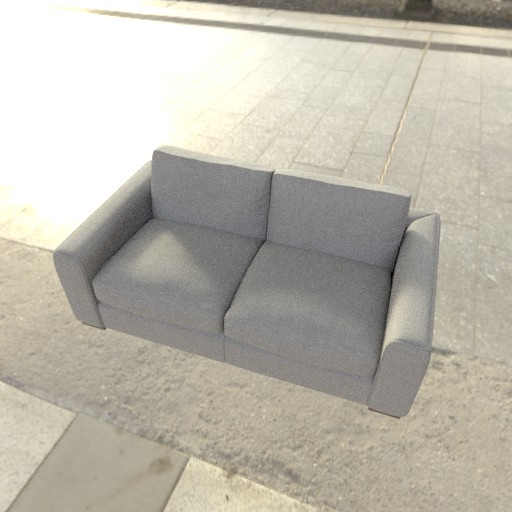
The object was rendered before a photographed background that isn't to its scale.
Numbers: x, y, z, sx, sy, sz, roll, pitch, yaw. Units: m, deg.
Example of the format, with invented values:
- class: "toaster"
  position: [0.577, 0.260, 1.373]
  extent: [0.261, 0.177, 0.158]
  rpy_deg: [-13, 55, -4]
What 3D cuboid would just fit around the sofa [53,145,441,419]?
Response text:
- class: "sofa"
  position: [0.000, 0.000, 2.508]
  extent: [1.920, 0.800, 1.069]
  rpy_deg: [13, 43, 14]
